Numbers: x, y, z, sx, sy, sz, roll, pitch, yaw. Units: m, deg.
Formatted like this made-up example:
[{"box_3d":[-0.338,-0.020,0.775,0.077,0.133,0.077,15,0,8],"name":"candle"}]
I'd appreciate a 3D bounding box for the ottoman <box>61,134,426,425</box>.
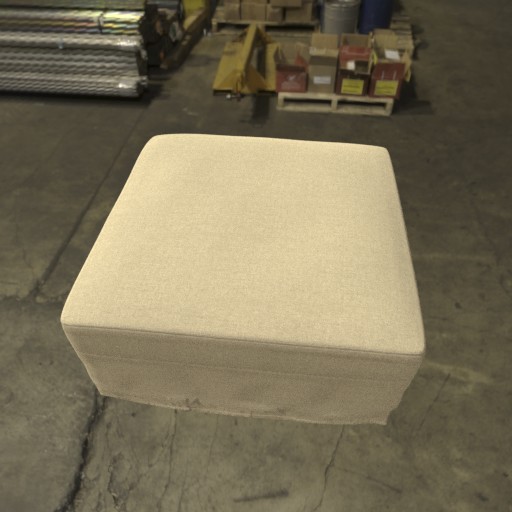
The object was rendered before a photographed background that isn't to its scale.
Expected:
[{"box_3d":[0.000,0.000,1.364,0.840,0.436,0.843,4,46,4],"name":"ottoman"}]
